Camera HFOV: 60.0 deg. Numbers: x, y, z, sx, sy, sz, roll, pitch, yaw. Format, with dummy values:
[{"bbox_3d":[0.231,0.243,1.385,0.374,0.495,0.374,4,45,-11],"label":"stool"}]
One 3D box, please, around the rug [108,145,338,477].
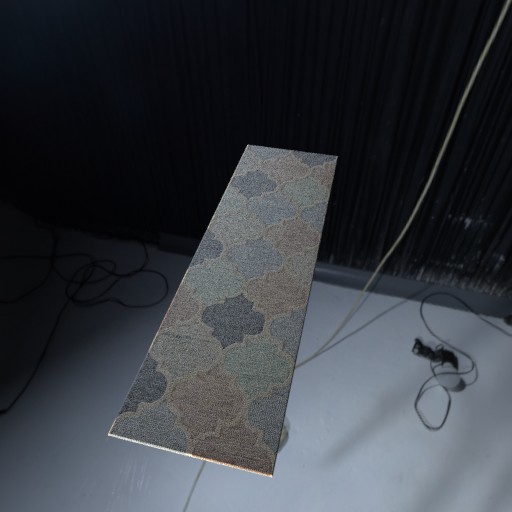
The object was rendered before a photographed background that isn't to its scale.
[{"bbox_3d":[0.000,0.000,2.534,0.687,0.011,2.287,10,46,10],"label":"rug"}]
